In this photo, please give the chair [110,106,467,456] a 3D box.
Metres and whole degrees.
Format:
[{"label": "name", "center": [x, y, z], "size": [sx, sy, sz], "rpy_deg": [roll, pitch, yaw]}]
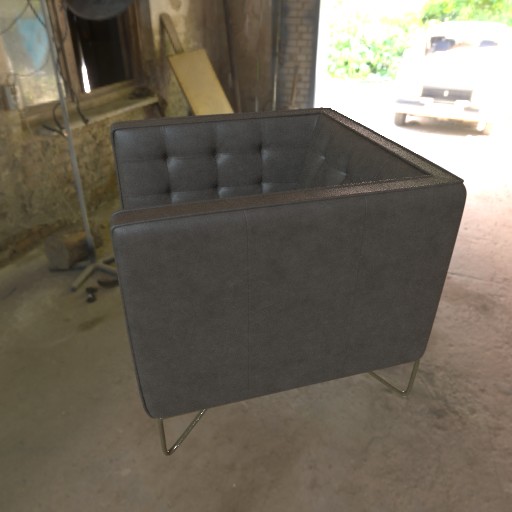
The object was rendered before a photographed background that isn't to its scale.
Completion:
[{"label": "chair", "center": [0.000, 0.000, 1.548], "size": [0.894, 0.790, 0.880], "rpy_deg": [-8, 32, -13]}]
